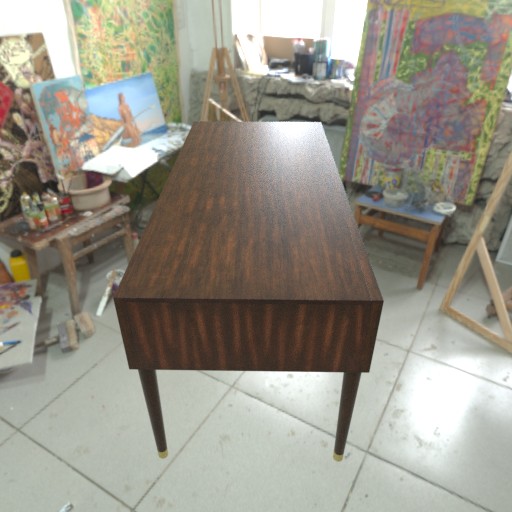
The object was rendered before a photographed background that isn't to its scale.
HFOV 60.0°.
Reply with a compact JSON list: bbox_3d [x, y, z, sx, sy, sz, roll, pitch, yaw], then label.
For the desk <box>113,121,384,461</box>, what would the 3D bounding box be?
[{"bbox_3d":[0.000,0.000,2.028,0.724,0.762,1.575,1,33,1],"label":"desk"}]
